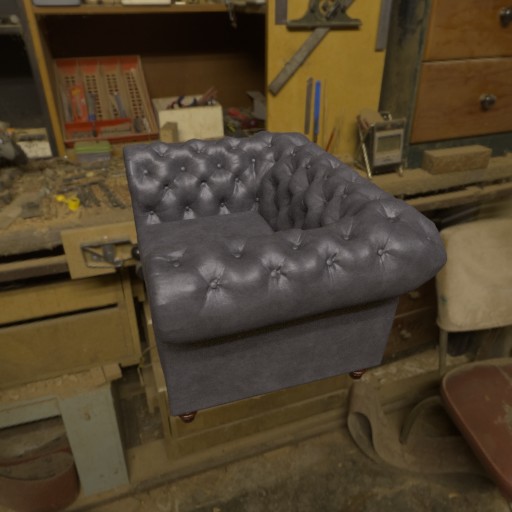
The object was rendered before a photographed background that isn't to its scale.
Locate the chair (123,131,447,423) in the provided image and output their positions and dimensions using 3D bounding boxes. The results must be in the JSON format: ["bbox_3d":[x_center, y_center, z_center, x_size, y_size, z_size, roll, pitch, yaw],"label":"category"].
[{"bbox_3d":[0.000,0.000,1.882,0.943,0.780,1.298,-9,32,-15],"label":"chair"}]
